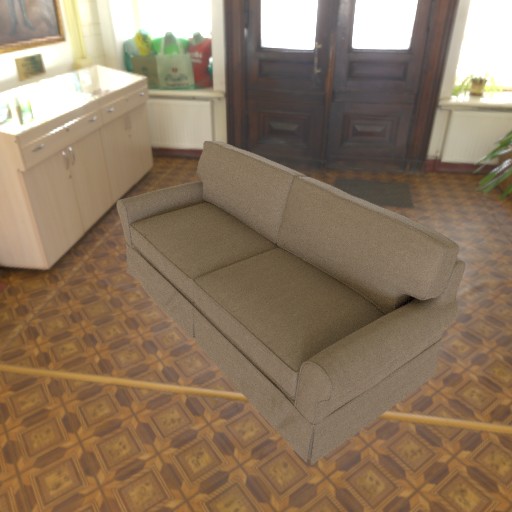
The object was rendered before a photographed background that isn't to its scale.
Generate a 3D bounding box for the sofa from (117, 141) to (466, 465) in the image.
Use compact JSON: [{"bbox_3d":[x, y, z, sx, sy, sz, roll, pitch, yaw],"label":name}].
[{"bbox_3d":[0.000,0.000,2.775,0.991,0.943,2.248,-21,36,-31],"label":"sofa"}]
